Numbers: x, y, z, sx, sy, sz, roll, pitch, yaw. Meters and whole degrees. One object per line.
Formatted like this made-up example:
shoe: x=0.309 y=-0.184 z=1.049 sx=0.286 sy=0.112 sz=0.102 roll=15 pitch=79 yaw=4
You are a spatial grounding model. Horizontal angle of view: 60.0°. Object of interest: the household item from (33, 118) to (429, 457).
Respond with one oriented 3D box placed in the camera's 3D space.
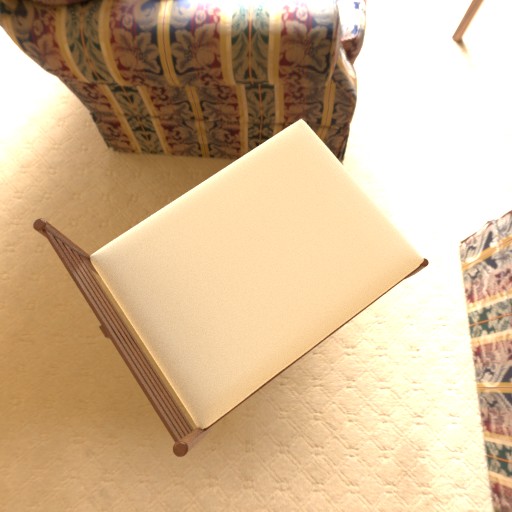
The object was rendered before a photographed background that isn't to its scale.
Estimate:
household item: x=0.000 y=0.000 z=3.365 sx=2.232 sy=1.356 sz=1.663 roll=-35 pitch=76 yaw=-10
